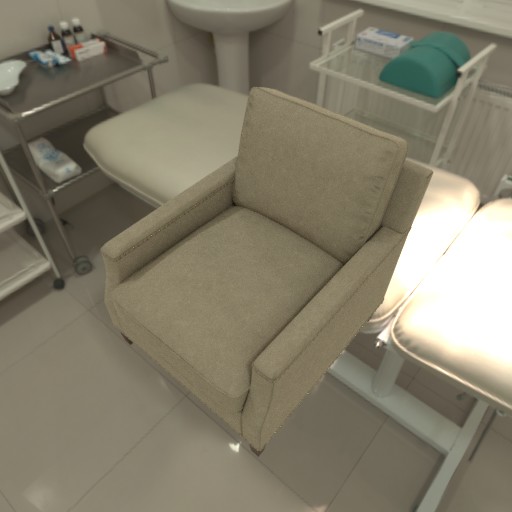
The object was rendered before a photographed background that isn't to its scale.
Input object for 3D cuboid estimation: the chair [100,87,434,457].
[{"bbox_3d":[0.000,0.000,1.763,0.853,0.943,1.014,32,54,26],"label":"chair"}]
